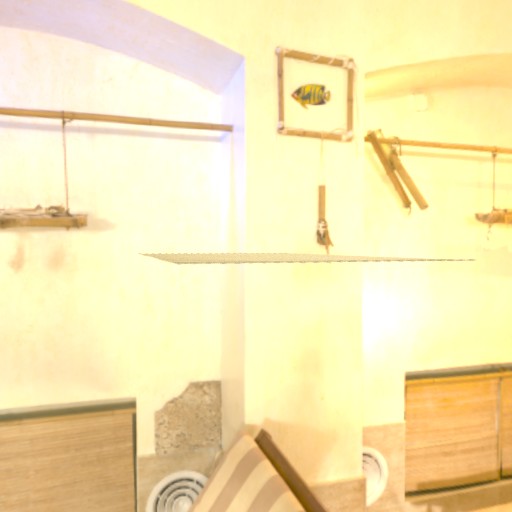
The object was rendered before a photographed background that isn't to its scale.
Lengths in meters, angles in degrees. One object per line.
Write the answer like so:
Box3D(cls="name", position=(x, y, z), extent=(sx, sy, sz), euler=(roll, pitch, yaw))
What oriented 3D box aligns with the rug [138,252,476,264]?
Box3D(cls="rug", position=(0.000, 0.000, 2.594), extent=(1.222, 0.009, 2.084), euler=(0, 1, -18))
